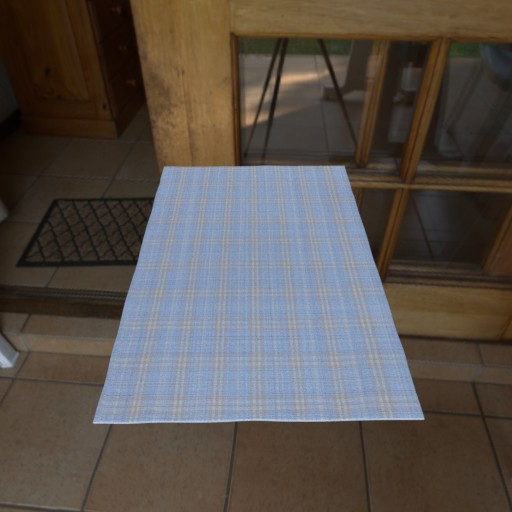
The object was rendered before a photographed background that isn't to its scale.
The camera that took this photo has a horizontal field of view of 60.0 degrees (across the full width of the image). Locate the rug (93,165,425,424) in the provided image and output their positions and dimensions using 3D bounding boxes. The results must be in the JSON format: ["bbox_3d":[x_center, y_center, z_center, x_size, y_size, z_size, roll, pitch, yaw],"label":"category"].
[{"bbox_3d":[0.000,0.000,2.314,1.231,0.012,1.835,0,42,-1],"label":"rug"}]
